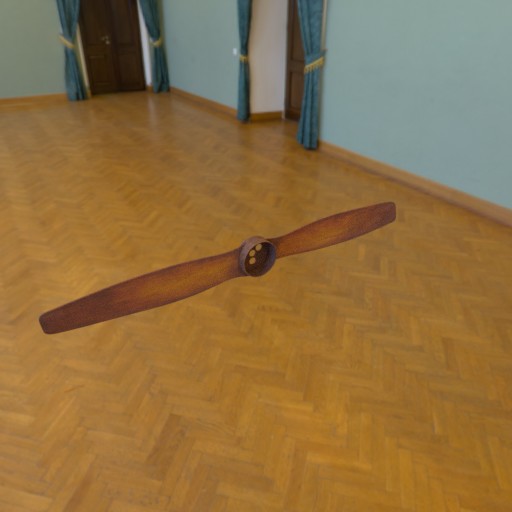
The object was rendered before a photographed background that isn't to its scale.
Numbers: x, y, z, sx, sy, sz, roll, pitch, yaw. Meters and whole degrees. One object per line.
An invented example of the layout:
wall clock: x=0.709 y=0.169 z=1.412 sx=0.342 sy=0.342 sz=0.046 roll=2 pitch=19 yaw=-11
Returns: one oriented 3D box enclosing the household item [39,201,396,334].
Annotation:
household item: x=0.000 y=0.000 z=1.297 sx=1.181 sy=0.121 sz=0.051 roll=-18 pitch=34 yaw=-28
